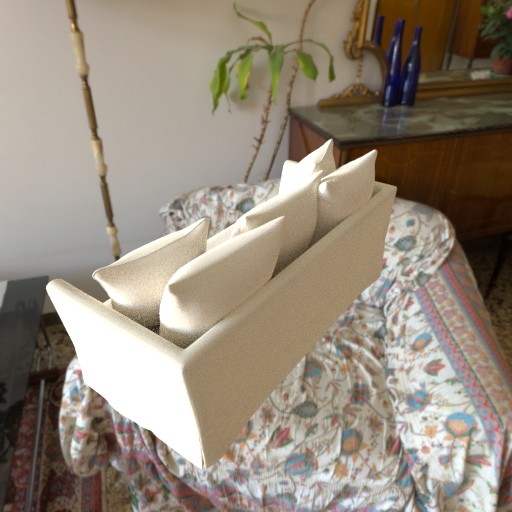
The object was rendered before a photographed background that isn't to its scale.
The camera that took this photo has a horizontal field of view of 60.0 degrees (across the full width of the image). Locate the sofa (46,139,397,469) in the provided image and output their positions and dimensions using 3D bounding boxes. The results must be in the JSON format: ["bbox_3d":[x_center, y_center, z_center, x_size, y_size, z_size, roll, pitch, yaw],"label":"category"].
[{"bbox_3d":[0.000,0.000,2.895,1.031,1.034,2.290,21,38,30],"label":"sofa"}]
